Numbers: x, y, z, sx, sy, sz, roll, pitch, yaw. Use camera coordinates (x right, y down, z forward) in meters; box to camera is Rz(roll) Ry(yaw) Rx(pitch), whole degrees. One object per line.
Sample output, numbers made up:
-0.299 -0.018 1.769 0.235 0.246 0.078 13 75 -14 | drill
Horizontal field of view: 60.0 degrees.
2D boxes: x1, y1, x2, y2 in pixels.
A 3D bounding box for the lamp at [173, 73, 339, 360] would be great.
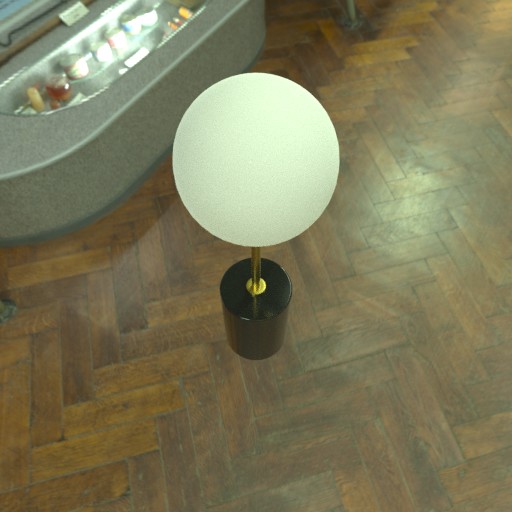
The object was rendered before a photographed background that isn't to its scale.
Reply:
0.000 0.000 0.550 0.153 0.480 0.153 0 58 0 | lamp
